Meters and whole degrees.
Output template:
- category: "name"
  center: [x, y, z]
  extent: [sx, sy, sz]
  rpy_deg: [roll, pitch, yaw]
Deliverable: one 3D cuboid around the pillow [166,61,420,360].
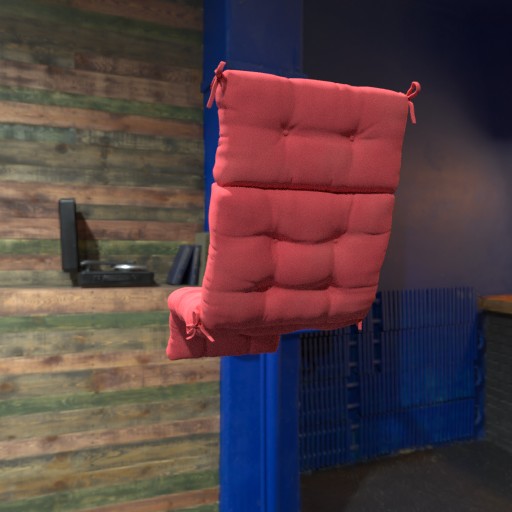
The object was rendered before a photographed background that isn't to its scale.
- category: "pillow"
  center: [0.000, 0.000, 1.458]
  extent: [0.526, 0.863, 1.016]
  rpy_deg: [0, 0, -18]
